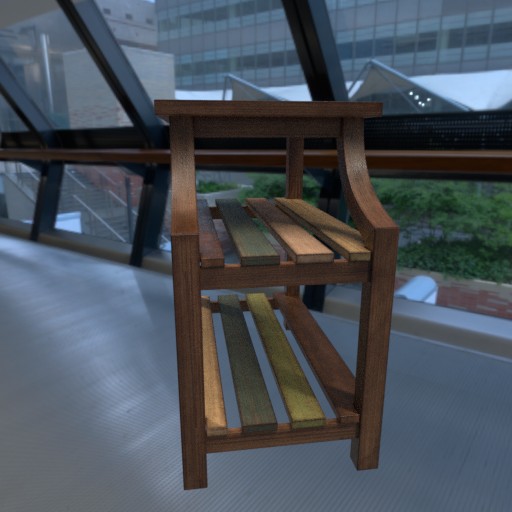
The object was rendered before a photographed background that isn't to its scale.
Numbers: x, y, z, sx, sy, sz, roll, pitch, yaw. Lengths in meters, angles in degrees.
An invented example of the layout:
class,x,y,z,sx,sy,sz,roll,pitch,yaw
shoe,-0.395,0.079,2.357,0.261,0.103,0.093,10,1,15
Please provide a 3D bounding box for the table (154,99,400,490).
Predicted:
class,x,y,z,sx,sy,sz,roll,pitch,yaw
table,0.000,0.000,0.918,0.356,0.584,0.609,-2,15,-8
